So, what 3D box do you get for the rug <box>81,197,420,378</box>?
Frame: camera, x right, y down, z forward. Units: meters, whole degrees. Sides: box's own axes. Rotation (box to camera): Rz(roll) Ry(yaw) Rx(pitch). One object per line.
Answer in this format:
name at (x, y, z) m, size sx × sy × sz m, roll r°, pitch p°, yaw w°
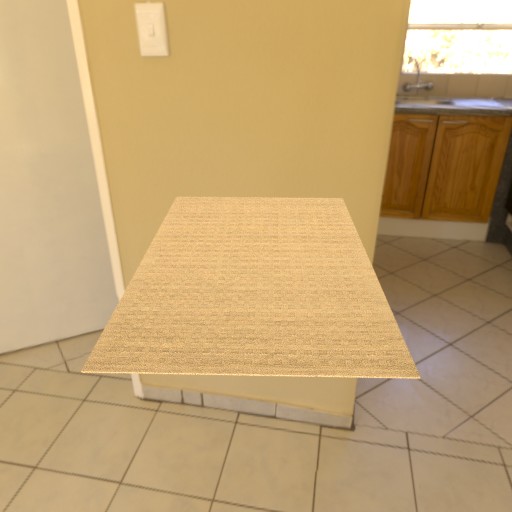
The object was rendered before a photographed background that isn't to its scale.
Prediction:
rug at (0.000, 0.000, 2.270) m, size 1.142 × 0.006 × 1.752 m, roll 1°, pitch 27°, yaw 1°
